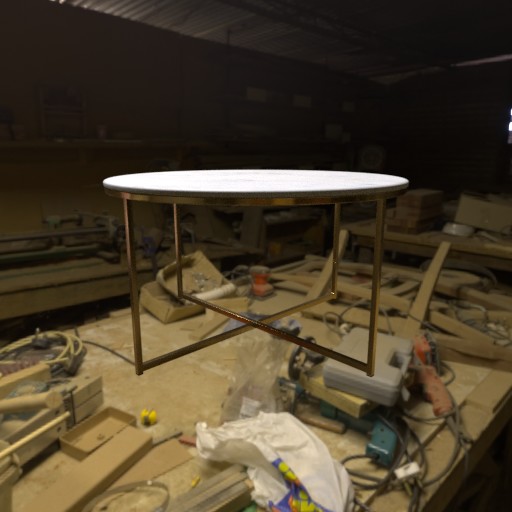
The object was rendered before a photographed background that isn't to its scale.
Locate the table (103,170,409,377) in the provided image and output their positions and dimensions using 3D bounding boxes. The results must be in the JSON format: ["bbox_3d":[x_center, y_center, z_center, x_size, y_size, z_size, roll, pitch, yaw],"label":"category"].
[{"bbox_3d":[0.000,0.000,1.274,0.800,0.450,0.800,0,14,0],"label":"table"}]
